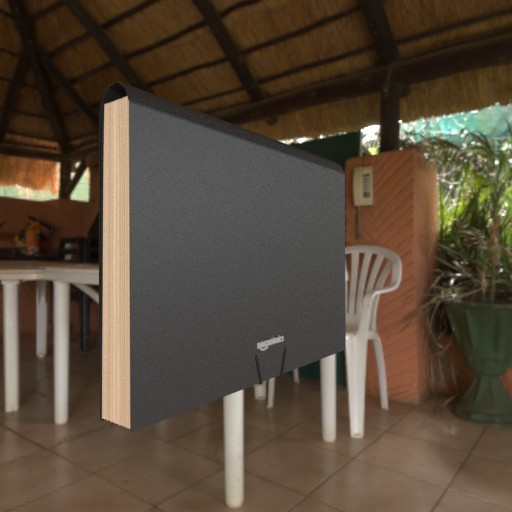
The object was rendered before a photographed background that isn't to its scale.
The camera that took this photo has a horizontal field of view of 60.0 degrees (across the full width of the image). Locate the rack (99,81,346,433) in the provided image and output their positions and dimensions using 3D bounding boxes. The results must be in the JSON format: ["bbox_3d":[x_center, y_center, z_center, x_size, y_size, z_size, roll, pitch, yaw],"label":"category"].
[{"bbox_3d":[0.000,0.000,0.441,0.041,0.241,0.330,0,0,37],"label":"rack"}]
